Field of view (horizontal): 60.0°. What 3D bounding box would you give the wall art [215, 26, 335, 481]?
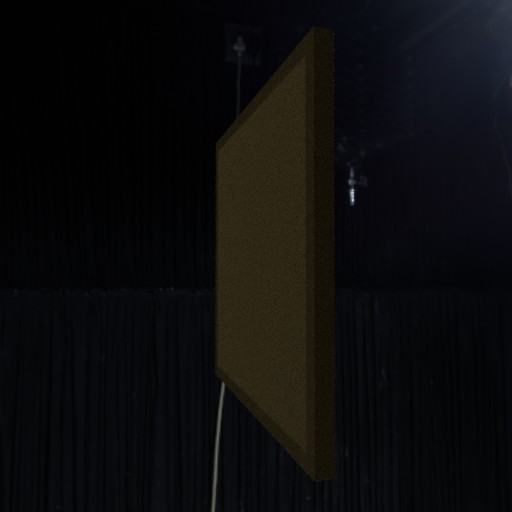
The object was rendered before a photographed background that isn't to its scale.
[{"bbox_3d":[0.000,0.000,2.819,0.097,1.936,1.935,0,-1,-18],"label":"wall art"}]
